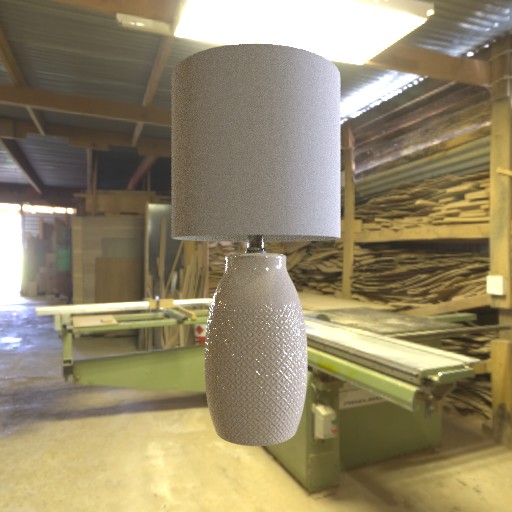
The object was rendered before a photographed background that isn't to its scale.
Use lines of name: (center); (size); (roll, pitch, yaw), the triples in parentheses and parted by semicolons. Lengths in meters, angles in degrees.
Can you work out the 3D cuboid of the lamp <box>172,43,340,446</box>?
lamp: (0.000, 0.000, 0.578); (0.217, 0.453, 0.217); (0, 0, -18)
